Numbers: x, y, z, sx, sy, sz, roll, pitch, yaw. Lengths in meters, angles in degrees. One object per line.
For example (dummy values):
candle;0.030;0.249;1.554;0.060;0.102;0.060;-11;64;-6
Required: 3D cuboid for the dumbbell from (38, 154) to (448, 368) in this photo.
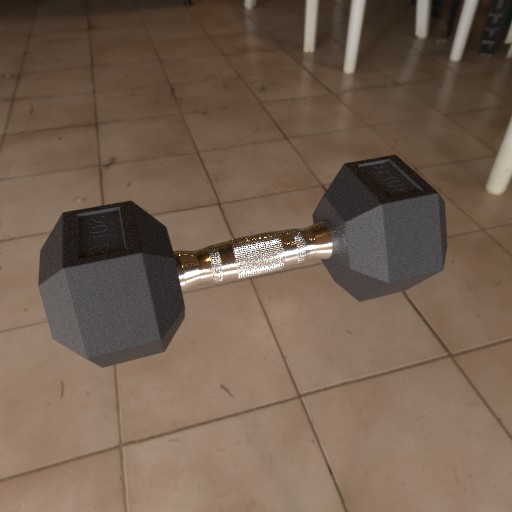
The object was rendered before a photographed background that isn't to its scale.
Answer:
dumbbell;0.000;0.000;0.343;0.297;0.101;0.116;-12;43;-13
